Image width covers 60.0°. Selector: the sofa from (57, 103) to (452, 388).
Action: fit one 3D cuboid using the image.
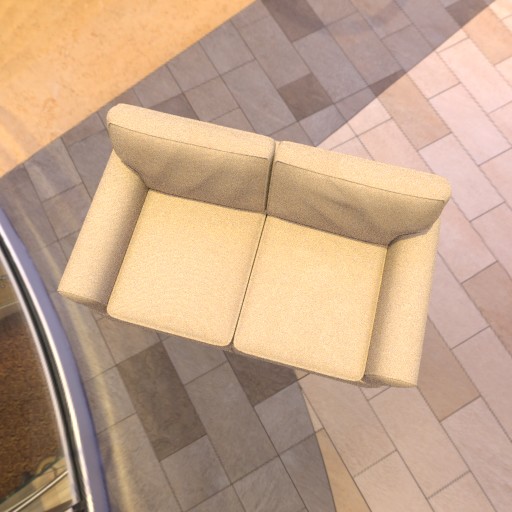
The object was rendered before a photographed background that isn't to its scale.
[{"bbox_3d":[0.000,0.000,2.303,1.727,0.940,0.991,14,74,4],"label":"sofa"}]
